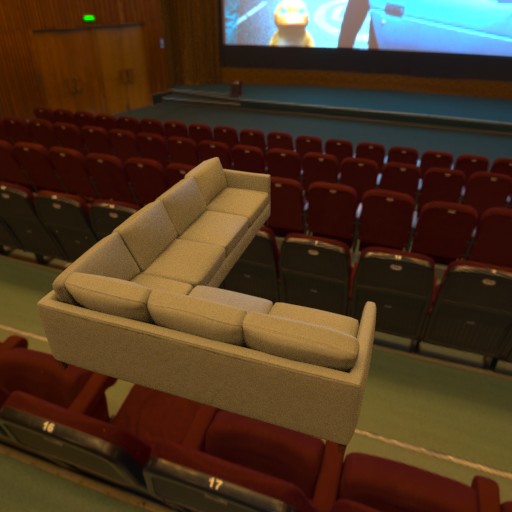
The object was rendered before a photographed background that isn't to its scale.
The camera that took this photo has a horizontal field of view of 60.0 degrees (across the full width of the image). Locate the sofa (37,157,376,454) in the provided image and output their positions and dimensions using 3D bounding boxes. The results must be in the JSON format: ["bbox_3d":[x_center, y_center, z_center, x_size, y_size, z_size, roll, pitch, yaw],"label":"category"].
[{"bbox_3d":[0.000,0.000,4.564,2.592,0.947,3.301,10,33,16],"label":"sofa"}]
